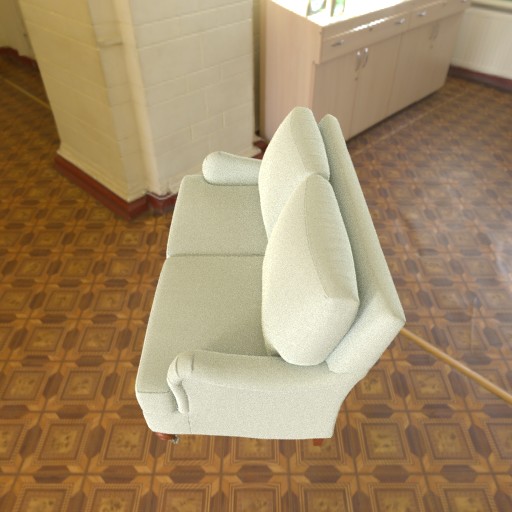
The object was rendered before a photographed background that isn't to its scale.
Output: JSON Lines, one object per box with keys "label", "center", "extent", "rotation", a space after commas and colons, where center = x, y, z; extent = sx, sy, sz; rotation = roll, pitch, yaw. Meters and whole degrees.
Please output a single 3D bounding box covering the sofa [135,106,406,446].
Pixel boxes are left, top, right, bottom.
{"label": "sofa", "center": [0.000, 0.000, 2.553], "extent": [1.084, 1.101, 1.853], "rotation": [0, 41, 0]}
